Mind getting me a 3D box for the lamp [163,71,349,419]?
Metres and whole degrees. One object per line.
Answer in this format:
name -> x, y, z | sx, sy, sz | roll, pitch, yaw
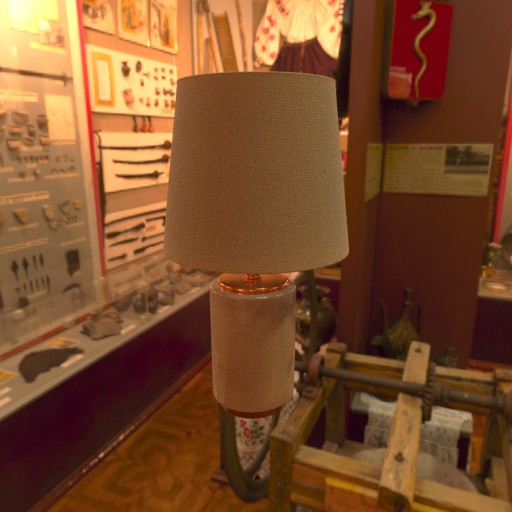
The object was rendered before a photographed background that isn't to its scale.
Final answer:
lamp -> 0.000, 0.000, 0.464 | 0.189, 0.340, 0.189 | 0, 15, 0
